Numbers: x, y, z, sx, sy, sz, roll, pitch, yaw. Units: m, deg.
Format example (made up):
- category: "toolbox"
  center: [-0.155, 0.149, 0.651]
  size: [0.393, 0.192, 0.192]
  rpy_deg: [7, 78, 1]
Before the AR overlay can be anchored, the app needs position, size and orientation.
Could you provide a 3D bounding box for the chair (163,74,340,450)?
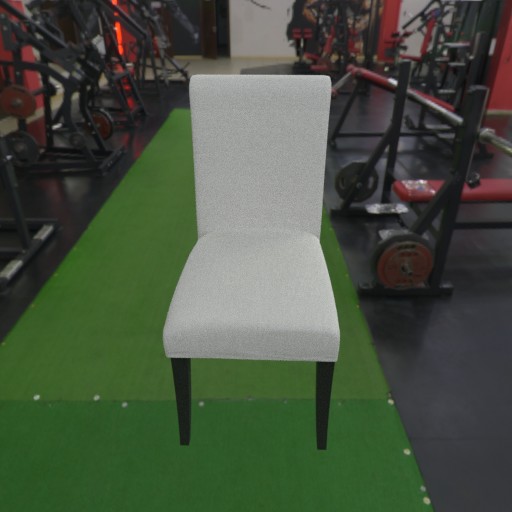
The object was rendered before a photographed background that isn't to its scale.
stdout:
- category: "chair"
  center: [0.000, 0.000, 1.390]
  size: [0.452, 0.976, 0.708]
  rpy_deg: [1, 30, 2]
